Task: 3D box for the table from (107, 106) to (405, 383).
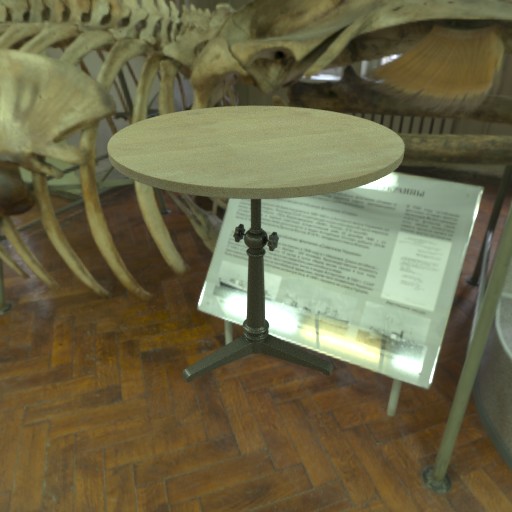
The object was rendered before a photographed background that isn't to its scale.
[{"bbox_3d":[0.000,0.000,1.435,0.800,0.780,0.800,0,30,0],"label":"table"}]
